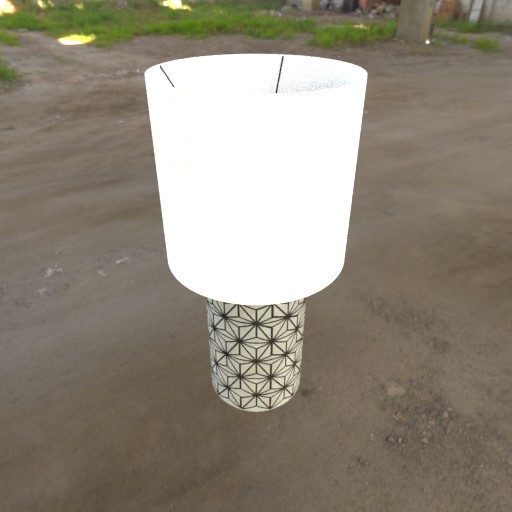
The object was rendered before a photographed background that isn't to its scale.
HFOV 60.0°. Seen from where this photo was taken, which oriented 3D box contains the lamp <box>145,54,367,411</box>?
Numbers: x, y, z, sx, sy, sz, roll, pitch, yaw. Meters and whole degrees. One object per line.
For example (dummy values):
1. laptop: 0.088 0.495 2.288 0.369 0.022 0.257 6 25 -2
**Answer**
1. lamp: 0.000 0.000 0.530 0.206 0.416 0.206 10 34 16
